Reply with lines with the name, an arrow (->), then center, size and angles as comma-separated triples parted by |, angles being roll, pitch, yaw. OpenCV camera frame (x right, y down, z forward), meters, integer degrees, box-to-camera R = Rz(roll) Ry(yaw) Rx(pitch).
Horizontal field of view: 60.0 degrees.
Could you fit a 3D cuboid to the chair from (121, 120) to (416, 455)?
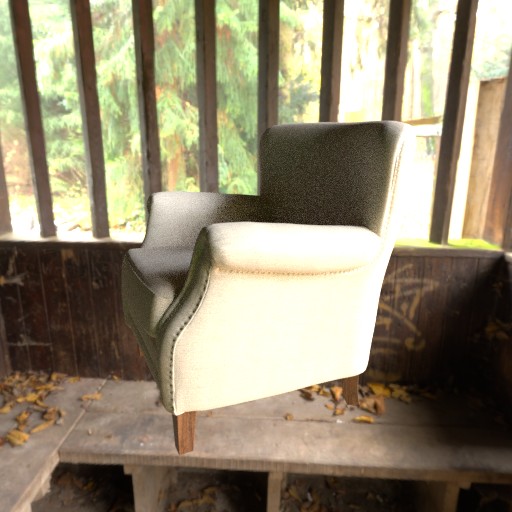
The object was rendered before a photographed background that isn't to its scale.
chair -> 0.000, 0.000, 1.605 | 0.921, 0.936, 0.861 | -7, 17, -24
